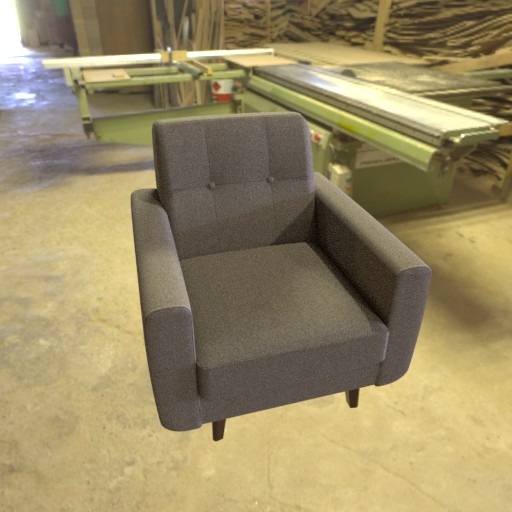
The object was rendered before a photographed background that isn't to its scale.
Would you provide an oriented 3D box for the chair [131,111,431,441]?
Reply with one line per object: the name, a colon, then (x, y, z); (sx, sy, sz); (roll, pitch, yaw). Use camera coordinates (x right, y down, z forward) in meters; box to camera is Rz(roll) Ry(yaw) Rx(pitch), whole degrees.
chair: (0.000, 0.000, 1.590); (0.831, 0.839, 0.907); (-8, 31, -14)
